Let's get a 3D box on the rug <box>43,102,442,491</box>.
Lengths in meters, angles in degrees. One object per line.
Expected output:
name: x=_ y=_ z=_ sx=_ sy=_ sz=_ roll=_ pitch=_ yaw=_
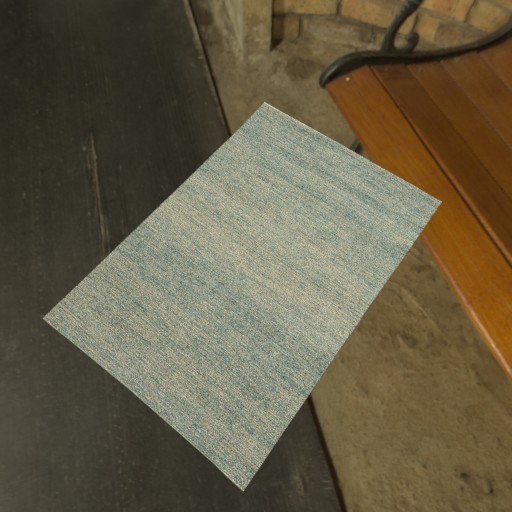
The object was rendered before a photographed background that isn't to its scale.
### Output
rug: x=0.000 y=0.000 z=5.222 sx=2.802 sy=0.052 sz=4.078 roll=34 pitch=68 yaw=16
